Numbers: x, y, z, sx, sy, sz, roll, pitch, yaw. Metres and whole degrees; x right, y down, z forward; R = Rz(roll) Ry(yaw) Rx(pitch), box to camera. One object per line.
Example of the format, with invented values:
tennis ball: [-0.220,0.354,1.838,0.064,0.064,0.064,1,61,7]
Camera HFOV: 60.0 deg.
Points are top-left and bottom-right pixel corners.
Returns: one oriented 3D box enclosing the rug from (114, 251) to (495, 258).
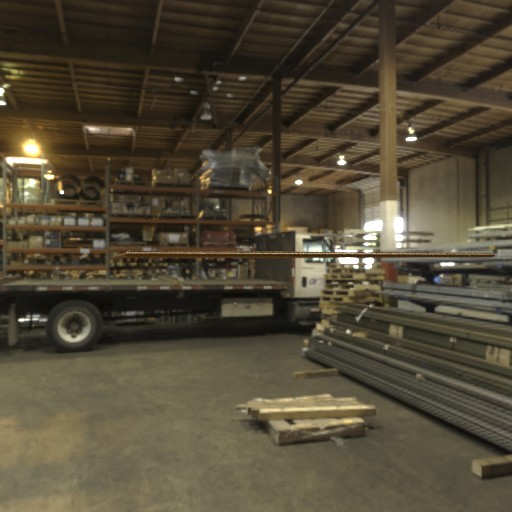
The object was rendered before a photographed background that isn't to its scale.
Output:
rug: [0.000,0.000,4.078,2.435,0.031,3.040,0,0,-19]
